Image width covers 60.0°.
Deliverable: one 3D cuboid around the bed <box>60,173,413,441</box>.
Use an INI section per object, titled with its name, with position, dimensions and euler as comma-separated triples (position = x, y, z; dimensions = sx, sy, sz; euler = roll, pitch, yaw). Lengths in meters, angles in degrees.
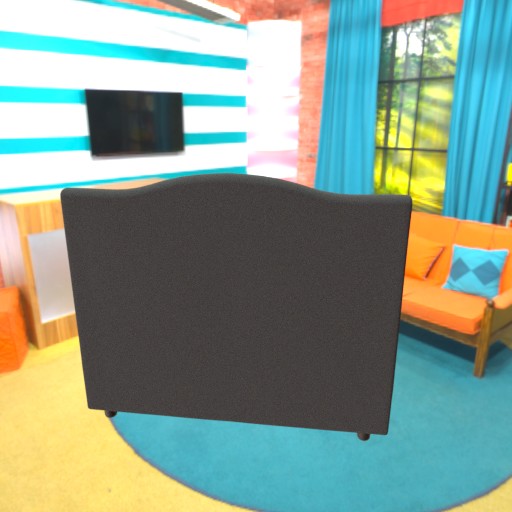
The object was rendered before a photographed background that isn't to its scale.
[bed]
position = 0.000, 0.000, 3.163
dimensions = 1.666, 1.387, 2.036
euler = 2, 17, 7
